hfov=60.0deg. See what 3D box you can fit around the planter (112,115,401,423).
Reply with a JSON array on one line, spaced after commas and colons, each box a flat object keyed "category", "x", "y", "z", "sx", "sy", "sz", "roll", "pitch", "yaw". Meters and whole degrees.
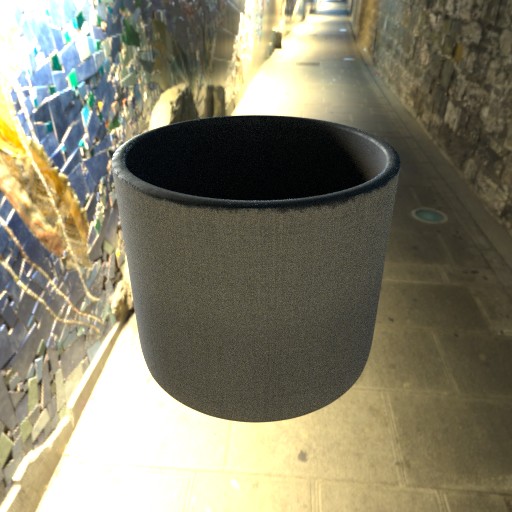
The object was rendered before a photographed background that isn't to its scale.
[{"category": "planter", "x": 0.000, "y": 0.000, "z": 0.403, "sx": 0.226, "sy": 0.201, "sz": 0.226, "roll": 0, "pitch": 31, "yaw": 0}]
